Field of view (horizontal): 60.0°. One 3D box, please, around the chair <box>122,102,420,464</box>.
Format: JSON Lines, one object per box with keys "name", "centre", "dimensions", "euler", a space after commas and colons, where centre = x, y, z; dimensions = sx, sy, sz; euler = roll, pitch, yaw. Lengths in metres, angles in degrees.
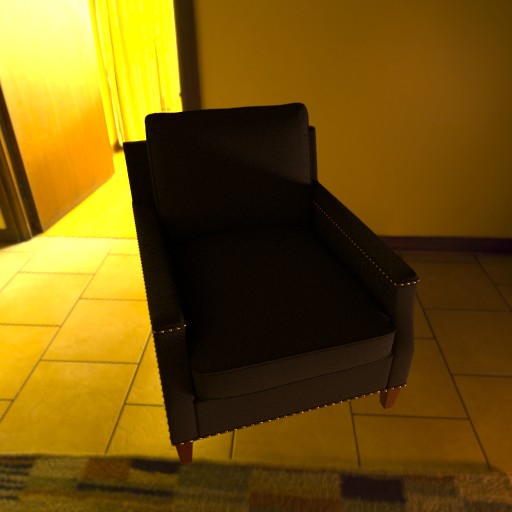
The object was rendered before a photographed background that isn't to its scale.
{"name": "chair", "centre": [0.000, 0.000, 1.694], "dimensions": [0.853, 0.943, 1.014], "euler": [-9, 33, -14]}
